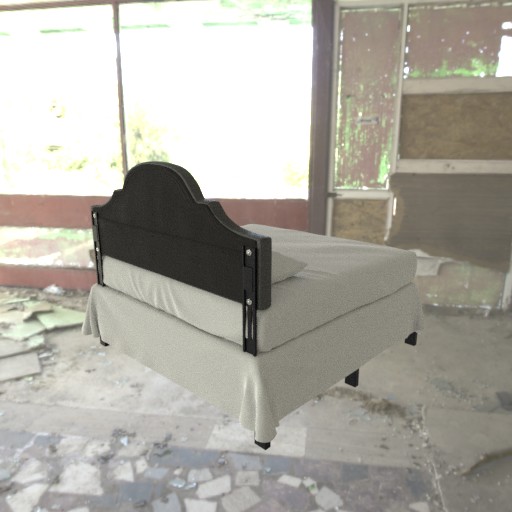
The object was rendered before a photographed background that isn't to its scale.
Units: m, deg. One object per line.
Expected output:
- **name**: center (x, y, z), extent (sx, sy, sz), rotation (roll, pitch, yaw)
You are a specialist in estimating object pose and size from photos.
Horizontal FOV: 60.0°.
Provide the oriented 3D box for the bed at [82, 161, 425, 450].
- **bed**: center (0.000, 0.000, 3.774), extent (2.303, 1.631, 2.222), rotation (14, 20, 43)
